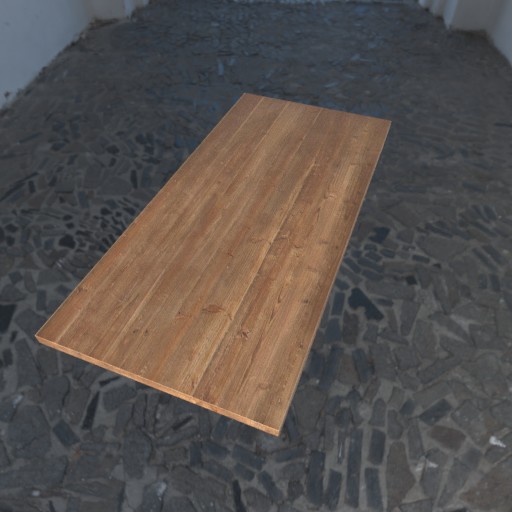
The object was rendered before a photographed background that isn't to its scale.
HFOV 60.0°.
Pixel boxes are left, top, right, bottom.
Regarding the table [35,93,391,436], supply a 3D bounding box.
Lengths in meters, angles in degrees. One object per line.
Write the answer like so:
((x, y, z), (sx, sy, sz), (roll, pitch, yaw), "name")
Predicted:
((0.000, 0.000, 2.416), (0.952, 0.760, 2.003), (16, 49, 15), "table")
